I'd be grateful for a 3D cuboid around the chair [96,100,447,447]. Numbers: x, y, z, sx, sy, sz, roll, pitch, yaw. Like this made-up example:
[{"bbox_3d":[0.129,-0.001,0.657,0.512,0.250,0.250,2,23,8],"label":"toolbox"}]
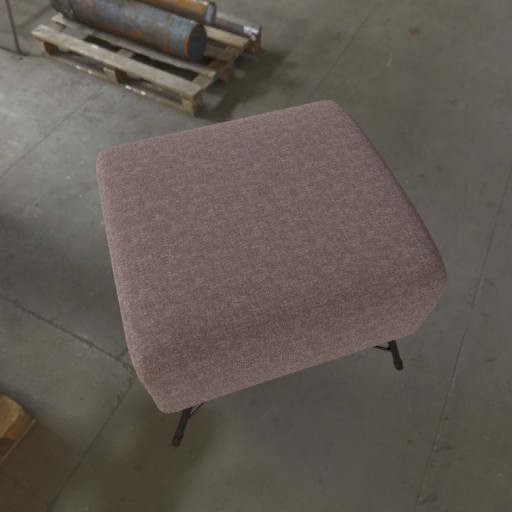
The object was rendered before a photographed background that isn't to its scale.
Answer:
[{"bbox_3d":[0.000,0.000,0.915,0.530,0.410,0.530,-15,58,-10],"label":"chair"}]
